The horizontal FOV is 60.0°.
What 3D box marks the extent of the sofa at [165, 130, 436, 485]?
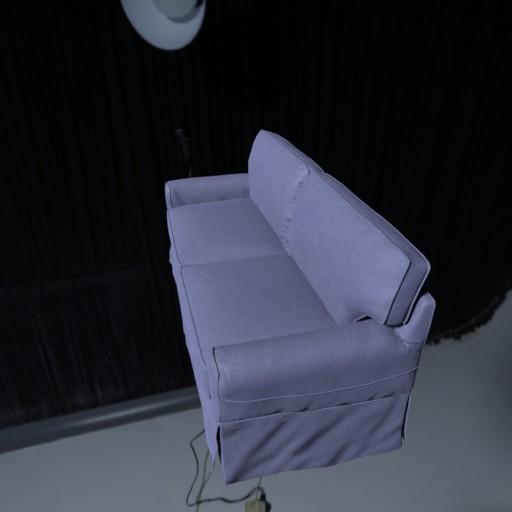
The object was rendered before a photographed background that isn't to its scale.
[{"bbox_3d":[0.000,0.000,2.770,0.983,1.094,2.256,-8,30,-13],"label":"sofa"}]
